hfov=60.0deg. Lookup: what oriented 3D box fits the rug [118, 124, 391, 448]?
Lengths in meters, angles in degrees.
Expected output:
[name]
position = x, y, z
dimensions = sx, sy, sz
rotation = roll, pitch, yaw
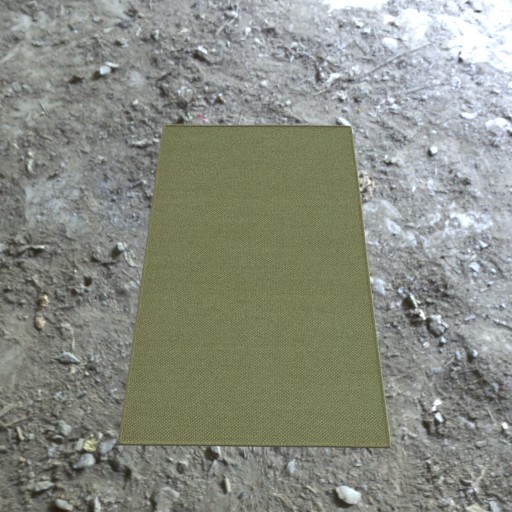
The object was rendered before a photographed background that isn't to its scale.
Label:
[rug]
position = 0.000, 0.000, 2.110
dimensions = 1.067, 0.013, 1.676
rotation = 0, 62, 0
